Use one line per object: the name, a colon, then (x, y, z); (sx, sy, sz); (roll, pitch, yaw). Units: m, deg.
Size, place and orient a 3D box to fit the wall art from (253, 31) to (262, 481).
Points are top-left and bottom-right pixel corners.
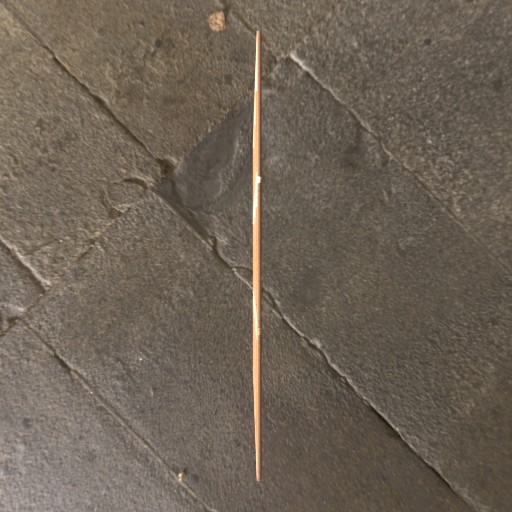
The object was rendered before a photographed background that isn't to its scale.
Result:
wall art: (0.000, 0.000, 1.806); (0.013, 1.218, 1.216); (0, 90, -1)
